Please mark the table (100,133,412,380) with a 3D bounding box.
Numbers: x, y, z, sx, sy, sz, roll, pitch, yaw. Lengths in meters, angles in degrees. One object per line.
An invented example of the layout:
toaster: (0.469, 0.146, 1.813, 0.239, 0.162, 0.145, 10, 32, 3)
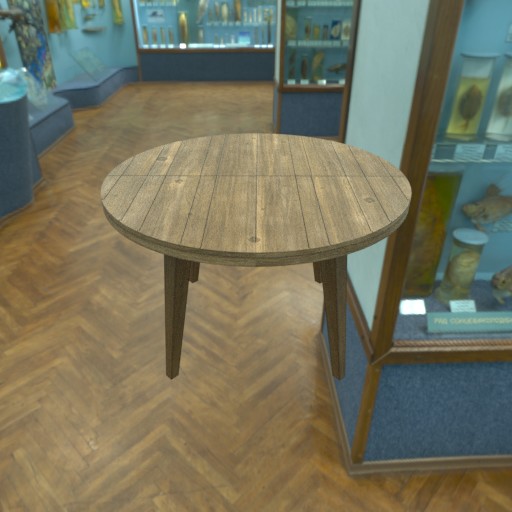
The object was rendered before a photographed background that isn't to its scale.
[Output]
table: (0.000, 0.000, 2.003, 1.213, 0.764, 1.213, 0, 31, 0)
